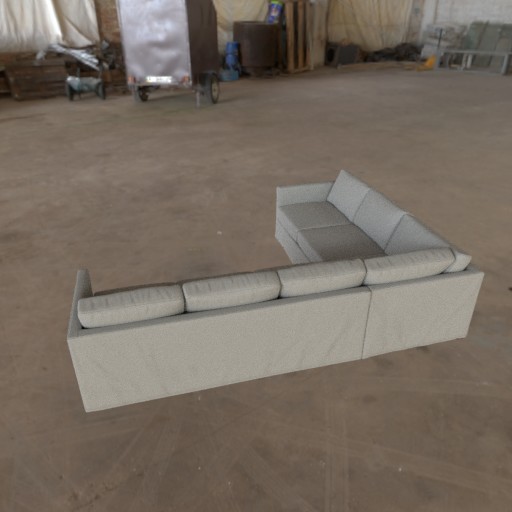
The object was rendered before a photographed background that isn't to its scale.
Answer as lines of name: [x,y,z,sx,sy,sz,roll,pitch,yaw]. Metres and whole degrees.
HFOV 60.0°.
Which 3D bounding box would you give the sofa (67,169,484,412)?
sofa: [0.000,0.000,4.329,3.182,0.871,2.432,-7,29,-13]
